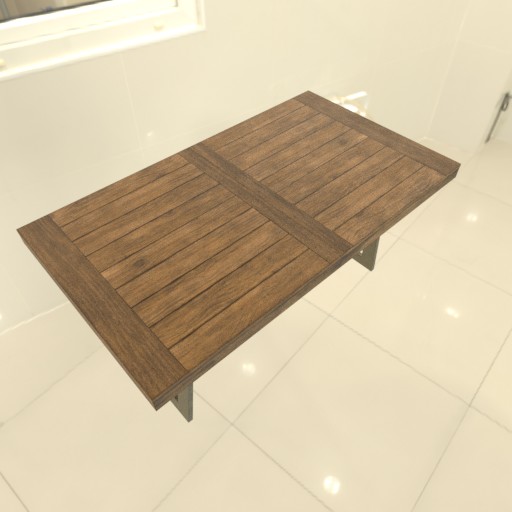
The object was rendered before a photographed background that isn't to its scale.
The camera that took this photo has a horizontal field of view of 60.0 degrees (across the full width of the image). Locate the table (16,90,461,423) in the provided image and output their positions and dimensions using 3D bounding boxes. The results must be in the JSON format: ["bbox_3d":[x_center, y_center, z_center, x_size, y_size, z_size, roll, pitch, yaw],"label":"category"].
[{"bbox_3d":[0.000,0.000,2.120,1.641,0.757,0.931,-34,56,-27],"label":"table"}]
